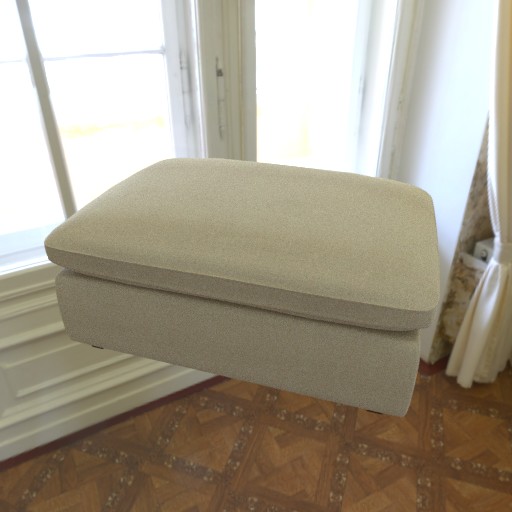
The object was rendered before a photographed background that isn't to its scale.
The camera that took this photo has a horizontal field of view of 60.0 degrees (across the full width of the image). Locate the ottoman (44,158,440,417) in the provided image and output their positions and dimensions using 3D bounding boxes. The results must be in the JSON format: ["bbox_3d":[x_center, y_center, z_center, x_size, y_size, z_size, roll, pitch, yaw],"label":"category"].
[{"bbox_3d":[0.000,0.000,1.347,0.984,0.453,0.686,9,32,15],"label":"ottoman"}]
